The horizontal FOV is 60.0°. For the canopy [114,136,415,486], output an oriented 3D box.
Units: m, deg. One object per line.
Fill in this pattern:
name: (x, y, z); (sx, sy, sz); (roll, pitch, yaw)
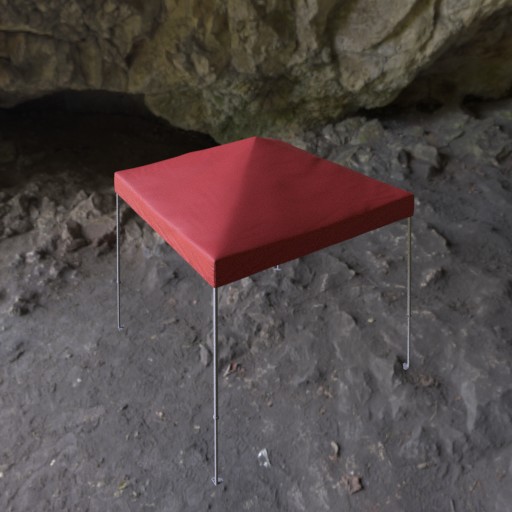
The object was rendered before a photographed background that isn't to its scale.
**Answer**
canopy: (0.000, 0.000, 5.270); (2.849, 2.849, 2.848); (-19, 36, -29)
